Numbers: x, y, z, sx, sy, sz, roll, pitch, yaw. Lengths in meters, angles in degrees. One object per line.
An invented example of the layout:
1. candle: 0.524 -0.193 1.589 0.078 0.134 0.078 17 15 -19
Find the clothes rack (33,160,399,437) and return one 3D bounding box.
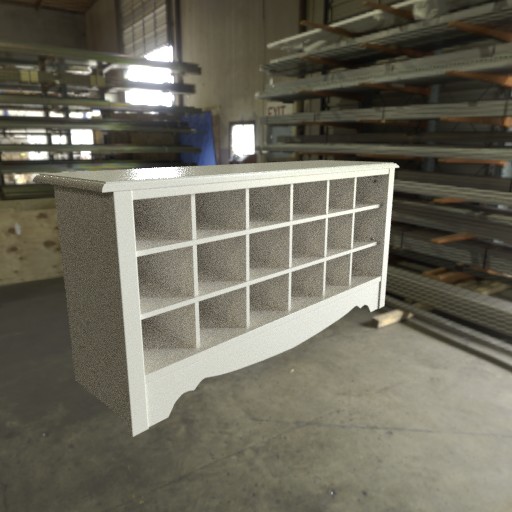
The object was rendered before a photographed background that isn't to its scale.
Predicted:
1. clothes rack: 0.000 0.000 1.347 0.324 0.531 1.120 13 20 42
